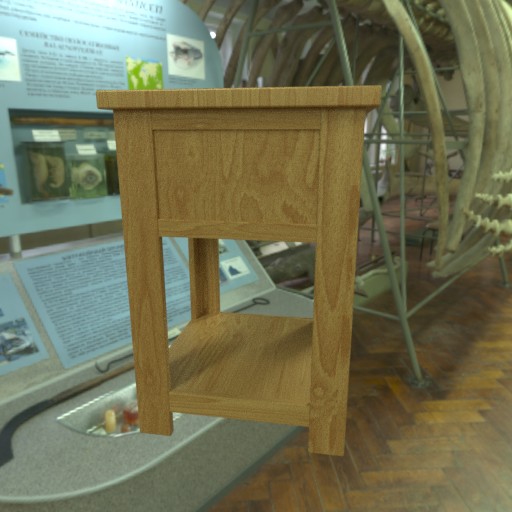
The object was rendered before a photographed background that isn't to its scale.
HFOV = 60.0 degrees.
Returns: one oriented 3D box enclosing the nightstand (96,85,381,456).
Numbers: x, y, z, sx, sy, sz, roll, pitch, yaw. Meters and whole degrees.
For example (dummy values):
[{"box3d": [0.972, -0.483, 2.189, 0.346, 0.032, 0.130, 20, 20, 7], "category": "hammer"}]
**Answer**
[{"box3d": [0.000, 0.000, 0.916, 0.418, 0.614, 0.428, 3, 16, 9], "category": "nightstand"}]
